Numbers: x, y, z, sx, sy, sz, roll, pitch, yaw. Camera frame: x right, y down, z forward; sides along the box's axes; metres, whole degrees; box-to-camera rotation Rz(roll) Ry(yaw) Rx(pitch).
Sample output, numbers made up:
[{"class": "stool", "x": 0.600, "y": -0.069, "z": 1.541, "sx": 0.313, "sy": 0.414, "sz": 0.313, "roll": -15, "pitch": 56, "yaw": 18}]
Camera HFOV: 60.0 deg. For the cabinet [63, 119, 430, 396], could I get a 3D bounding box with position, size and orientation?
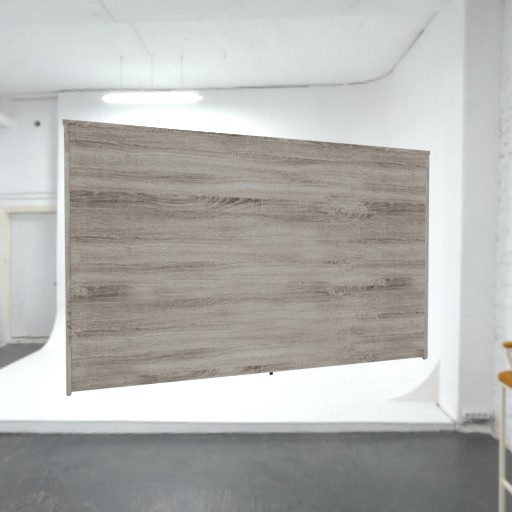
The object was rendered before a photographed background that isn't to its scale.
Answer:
[{"class": "cabinet", "x": 0.000, "y": 0.000, "z": 1.853, "sx": 1.450, "sy": 0.900, "sz": 0.380, "roll": 0, "pitch": 1, "yaw": -19}]
